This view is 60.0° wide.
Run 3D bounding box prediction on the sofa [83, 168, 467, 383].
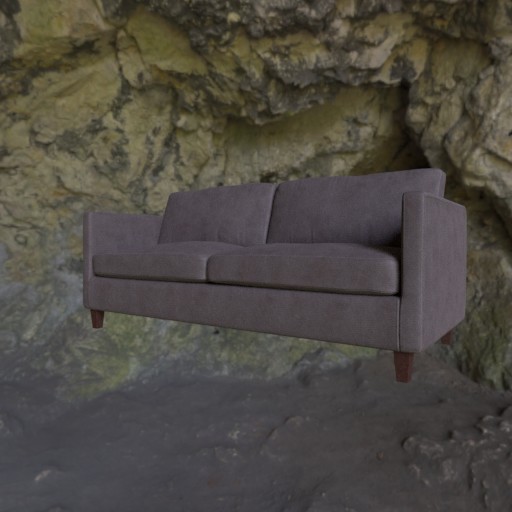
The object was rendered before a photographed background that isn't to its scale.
[{"bbox_3d":[0.000,0.000,2.689,2.208,0.965,0.951,1,2,34],"label":"sofa"}]
